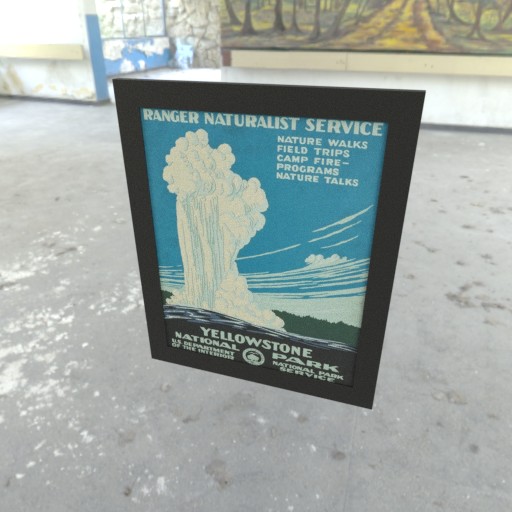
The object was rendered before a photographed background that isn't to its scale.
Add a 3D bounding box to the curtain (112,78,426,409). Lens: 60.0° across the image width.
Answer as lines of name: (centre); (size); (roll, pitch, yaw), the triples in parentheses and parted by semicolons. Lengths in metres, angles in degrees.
curtain: (0.000, 0.000, 0.802); (0.483, 0.585, 0.027); (9, 29, 16)
